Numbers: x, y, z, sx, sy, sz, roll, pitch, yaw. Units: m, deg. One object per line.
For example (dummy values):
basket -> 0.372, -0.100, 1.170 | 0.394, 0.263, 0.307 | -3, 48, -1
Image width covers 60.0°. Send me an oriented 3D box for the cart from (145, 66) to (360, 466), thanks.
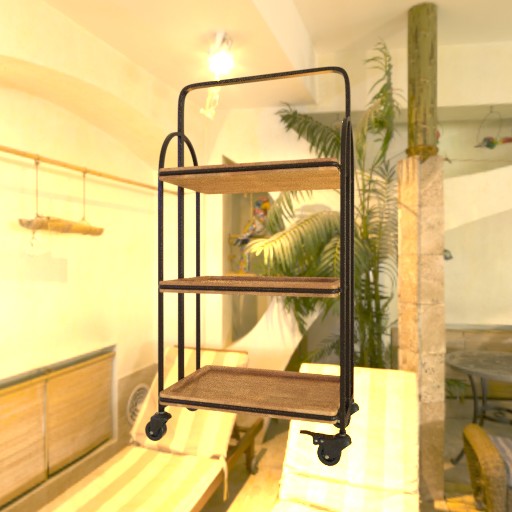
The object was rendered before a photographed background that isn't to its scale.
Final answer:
cart -> 0.000, 0.000, 1.243 | 0.553, 1.001, 0.327 | 0, 0, 17
